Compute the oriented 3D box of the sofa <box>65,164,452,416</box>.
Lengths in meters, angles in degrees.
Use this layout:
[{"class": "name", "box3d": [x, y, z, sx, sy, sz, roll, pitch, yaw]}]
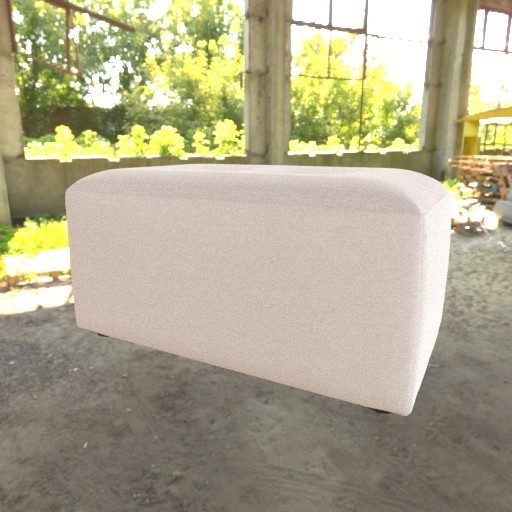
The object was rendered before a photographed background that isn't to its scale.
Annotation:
[{"class": "sofa", "box3d": [0.000, 0.000, 1.202, 0.930, 0.470, 0.480, 7, 16, 27]}]
